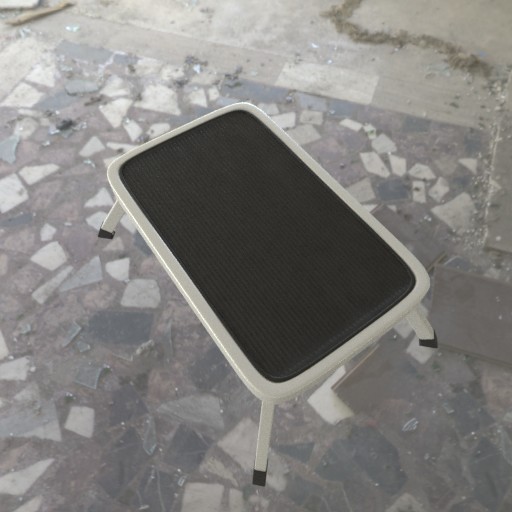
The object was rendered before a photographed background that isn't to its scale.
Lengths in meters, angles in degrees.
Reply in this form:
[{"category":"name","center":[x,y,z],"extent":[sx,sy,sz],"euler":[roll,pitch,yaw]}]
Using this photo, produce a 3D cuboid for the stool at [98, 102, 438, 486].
[{"category":"stool","center":[0.000,0.000,0.605],"extent":[0.320,0.170,0.460],"euler":[-31,64,-17]}]
